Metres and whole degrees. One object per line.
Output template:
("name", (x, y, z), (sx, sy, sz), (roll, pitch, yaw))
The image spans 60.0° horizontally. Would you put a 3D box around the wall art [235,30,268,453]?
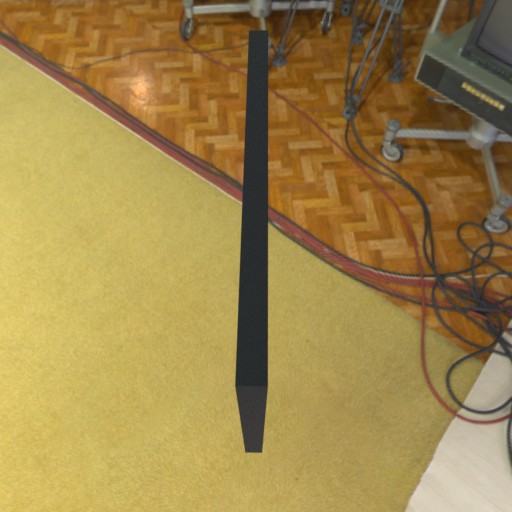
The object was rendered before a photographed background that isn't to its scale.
("wall art", (0.000, 0.000, 0.747), (0.030, 0.454, 0.554), (1, 59, 0))
